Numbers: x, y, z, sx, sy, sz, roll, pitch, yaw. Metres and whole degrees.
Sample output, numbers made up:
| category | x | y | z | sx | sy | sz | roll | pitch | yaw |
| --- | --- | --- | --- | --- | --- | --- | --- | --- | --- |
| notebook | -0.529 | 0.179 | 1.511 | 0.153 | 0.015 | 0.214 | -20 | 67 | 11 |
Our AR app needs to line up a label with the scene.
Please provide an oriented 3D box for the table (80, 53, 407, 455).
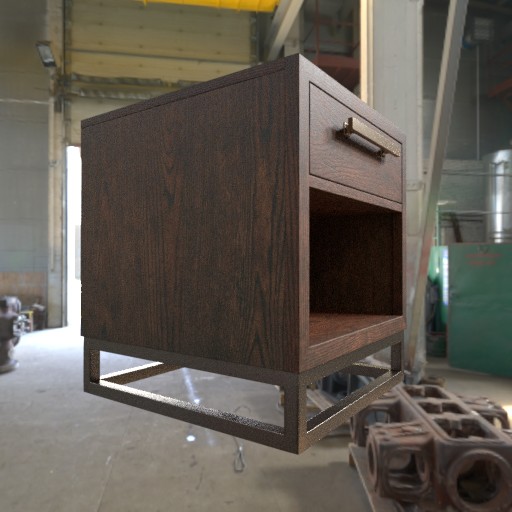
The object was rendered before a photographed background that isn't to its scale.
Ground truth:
| category | x | y | z | sx | sy | sz | roll | pitch | yaw |
| --- | --- | --- | --- | --- | --- | --- | --- | --- | --- |
| table | 0.000 | 0.000 | 0.991 | 0.566 | 0.582 | 0.506 | 0 | -1 | 36 |
